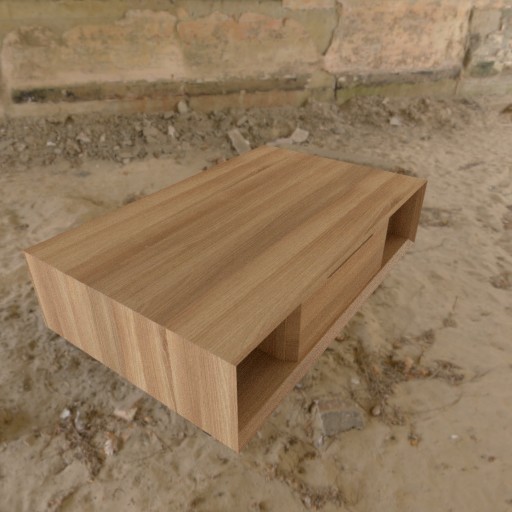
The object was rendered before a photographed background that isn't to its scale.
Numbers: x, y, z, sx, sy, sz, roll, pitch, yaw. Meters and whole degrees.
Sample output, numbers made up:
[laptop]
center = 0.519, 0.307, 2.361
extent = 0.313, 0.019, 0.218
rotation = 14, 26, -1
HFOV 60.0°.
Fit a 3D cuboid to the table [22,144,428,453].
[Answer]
[table]
center = 0.000, 0.000, 1.439
extent = 0.700, 0.330, 1.100
rotation = 20, 37, 30
